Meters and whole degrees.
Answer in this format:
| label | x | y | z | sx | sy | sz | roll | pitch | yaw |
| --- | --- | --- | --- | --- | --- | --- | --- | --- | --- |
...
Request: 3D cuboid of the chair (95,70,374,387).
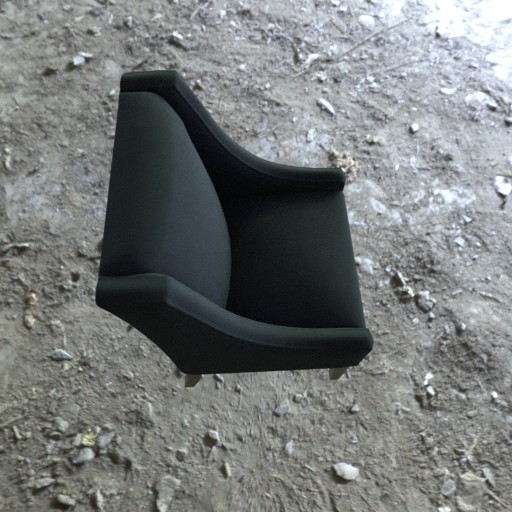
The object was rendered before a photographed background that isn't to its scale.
| label | x | y | z | sx | sy | sz | roll | pitch | yaw |
| --- | --- | --- | --- | --- | --- | --- | --- | --- | --- |
| chair | 0.000 | 0.000 | 1.341 | 0.629 | 0.895 | 0.629 | -3 | 64 | -1 |
